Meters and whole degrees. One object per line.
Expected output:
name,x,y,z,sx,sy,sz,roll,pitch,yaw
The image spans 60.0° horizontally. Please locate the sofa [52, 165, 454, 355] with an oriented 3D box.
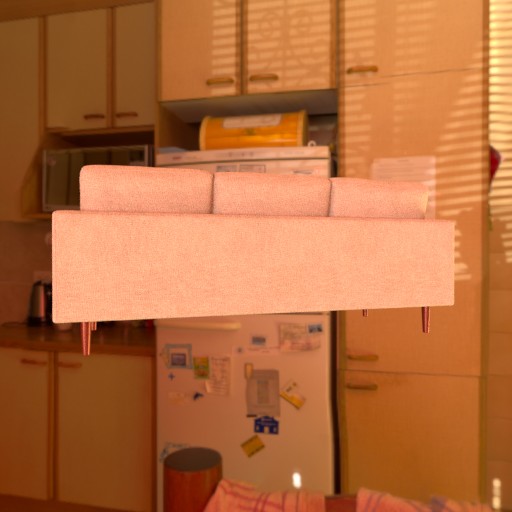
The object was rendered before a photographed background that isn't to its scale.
sofa,0.000,0.000,2.752,2.246,0.930,0.903,0,1,-17
